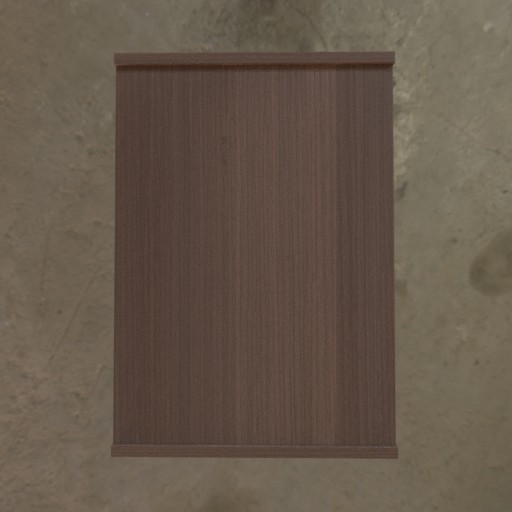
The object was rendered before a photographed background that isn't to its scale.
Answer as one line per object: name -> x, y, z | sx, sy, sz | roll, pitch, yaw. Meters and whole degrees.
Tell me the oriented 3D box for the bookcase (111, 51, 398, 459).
bookcase -> 0.000, 0.000, 0.605 | 0.290, 0.305, 0.415 | 0, 89, 1
